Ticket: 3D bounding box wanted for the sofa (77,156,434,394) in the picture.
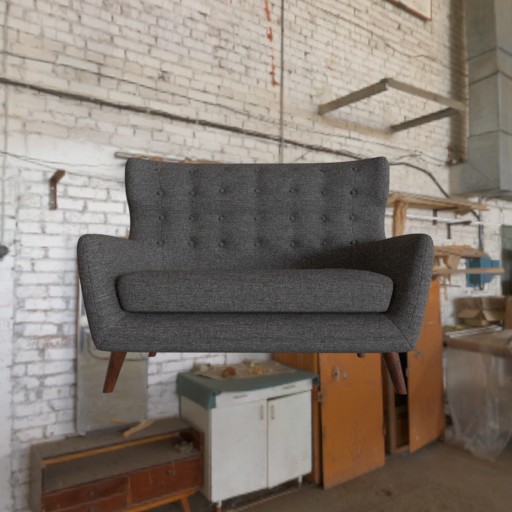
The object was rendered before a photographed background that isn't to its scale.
[{"bbox_3d":[0.000,0.000,2.031,1.358,1.028,0.874,0,-2,1],"label":"sofa"}]
